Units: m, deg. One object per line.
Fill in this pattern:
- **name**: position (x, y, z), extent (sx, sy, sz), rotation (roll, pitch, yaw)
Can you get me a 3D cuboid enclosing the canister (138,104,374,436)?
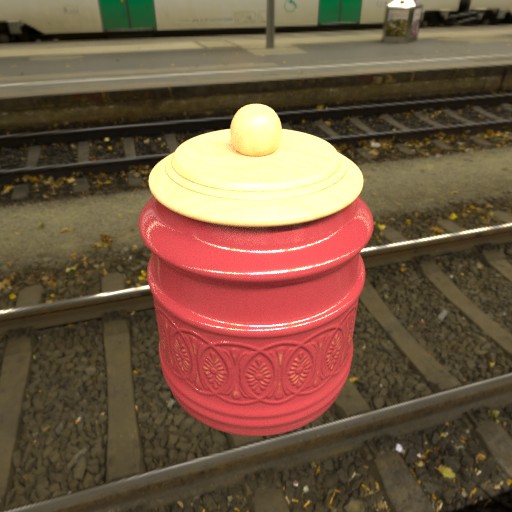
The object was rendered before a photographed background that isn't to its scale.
- **canister**: position (0.000, 0.000, 0.266), extent (0.130, 0.176, 0.130), rotation (0, 33, 0)
